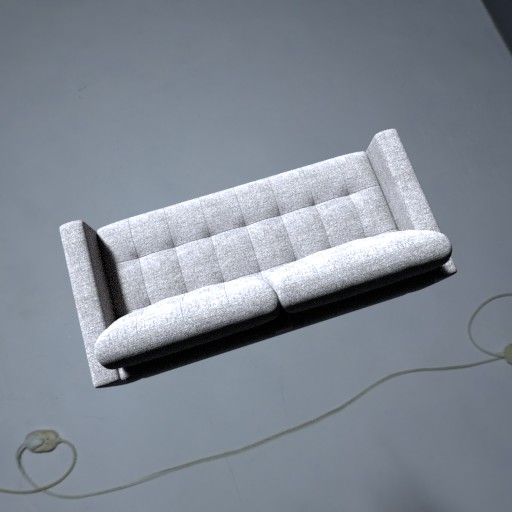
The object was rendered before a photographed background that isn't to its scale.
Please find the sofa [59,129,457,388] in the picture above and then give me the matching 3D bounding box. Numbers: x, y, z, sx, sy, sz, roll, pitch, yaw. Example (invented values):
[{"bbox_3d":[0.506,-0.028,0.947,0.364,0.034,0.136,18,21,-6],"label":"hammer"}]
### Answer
[{"bbox_3d":[0.000,0.000,2.337,1.821,0.902,0.863,-17,77,-4],"label":"sofa"}]
